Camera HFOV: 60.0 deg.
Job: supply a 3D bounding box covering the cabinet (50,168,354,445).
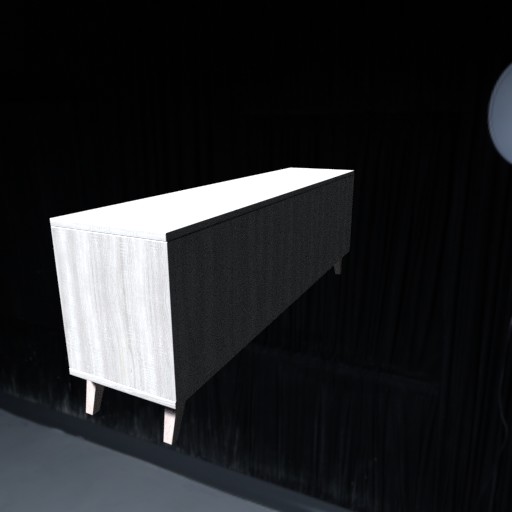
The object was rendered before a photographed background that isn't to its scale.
[{"bbox_3d":[0.000,0.000,2.474,0.499,0.779,2.198,8,18,25],"label":"cabinet"}]
